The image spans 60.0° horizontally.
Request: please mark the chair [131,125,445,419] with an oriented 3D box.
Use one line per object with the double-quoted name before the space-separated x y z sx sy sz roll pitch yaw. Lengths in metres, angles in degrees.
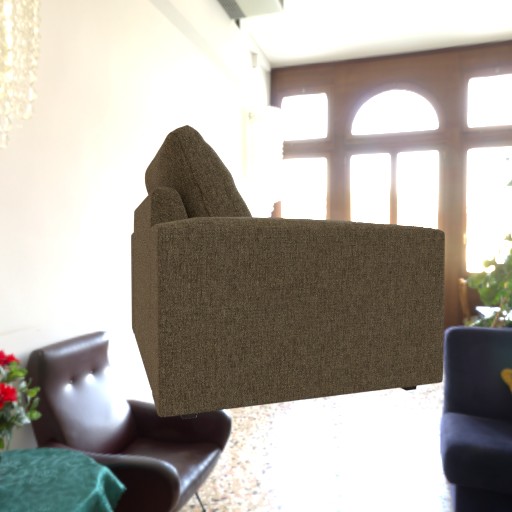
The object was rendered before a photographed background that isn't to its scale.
"chair" 0.000 0.000 2.038 1.039 0.915 1.398 -1 2 -19
